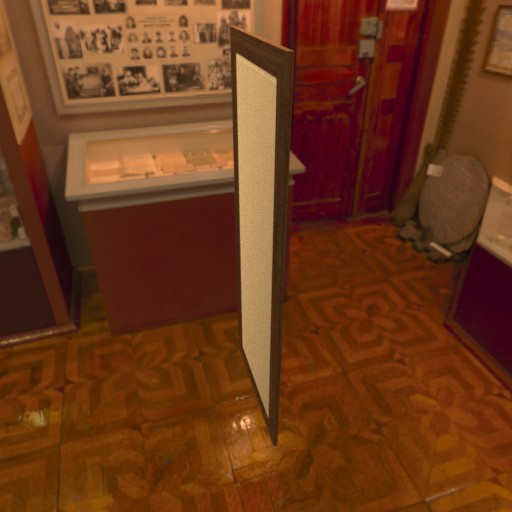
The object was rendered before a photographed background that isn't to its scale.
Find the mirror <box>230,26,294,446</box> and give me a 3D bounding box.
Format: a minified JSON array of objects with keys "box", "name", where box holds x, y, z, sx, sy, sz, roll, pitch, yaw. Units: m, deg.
[{"box":[0.000,0.000,2.274,0.025,2.032,0.812,-9,34,-13],"name":"mirror"}]
